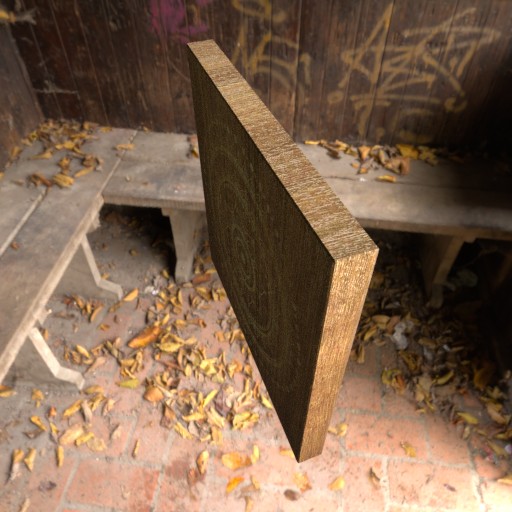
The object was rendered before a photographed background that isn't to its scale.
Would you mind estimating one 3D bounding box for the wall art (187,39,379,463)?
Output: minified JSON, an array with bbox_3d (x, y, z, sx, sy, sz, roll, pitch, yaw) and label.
[{"bbox_3d":[0.000,0.000,0.586,0.039,0.403,0.406,-15,49,-14],"label":"wall art"}]
